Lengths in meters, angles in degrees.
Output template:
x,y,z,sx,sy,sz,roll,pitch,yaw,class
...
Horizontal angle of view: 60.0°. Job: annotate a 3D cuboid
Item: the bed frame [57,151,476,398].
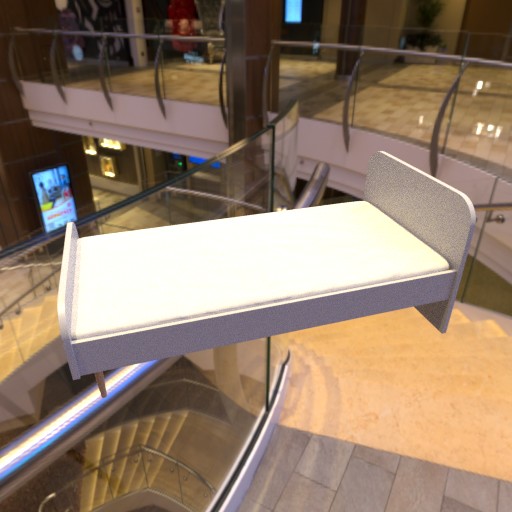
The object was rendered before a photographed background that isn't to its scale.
x,y,z,sx,sy,sz,roll,pitch,yaw,class
0.000,0.000,2.488,1.963,0.805,0.998,-9,31,-15,bed frame
